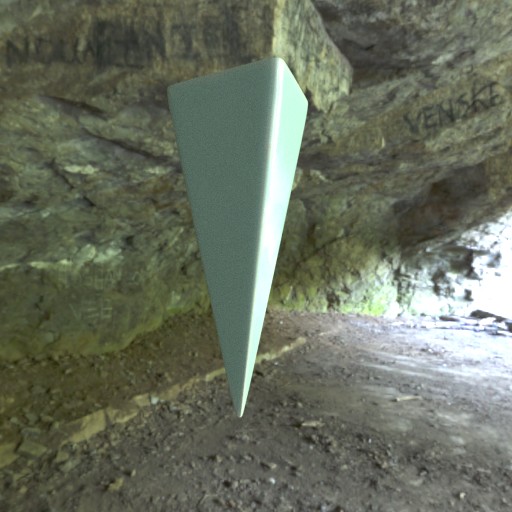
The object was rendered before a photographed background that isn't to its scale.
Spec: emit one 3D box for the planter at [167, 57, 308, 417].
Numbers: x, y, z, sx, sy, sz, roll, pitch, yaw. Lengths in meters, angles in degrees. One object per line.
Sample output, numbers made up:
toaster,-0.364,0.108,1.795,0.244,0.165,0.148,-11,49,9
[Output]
planter,0.000,0.000,0.217,0.080,0.178,0.064,0,0,-17
